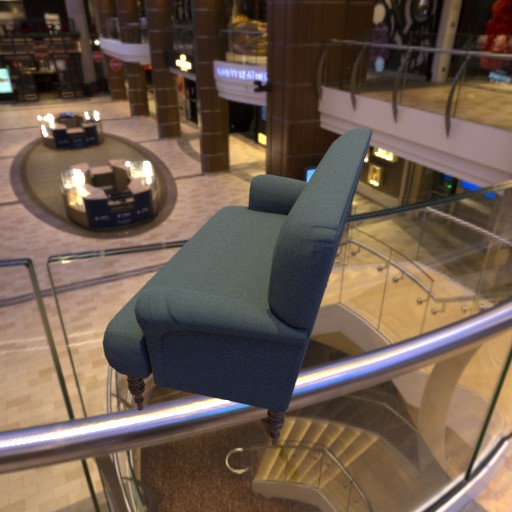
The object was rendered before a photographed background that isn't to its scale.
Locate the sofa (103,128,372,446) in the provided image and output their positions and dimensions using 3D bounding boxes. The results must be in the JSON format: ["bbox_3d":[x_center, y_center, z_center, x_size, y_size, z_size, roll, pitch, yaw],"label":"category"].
[{"bbox_3d":[0.000,0.000,1.880,0.779,0.889,1.297,8,30,15],"label":"sofa"}]
